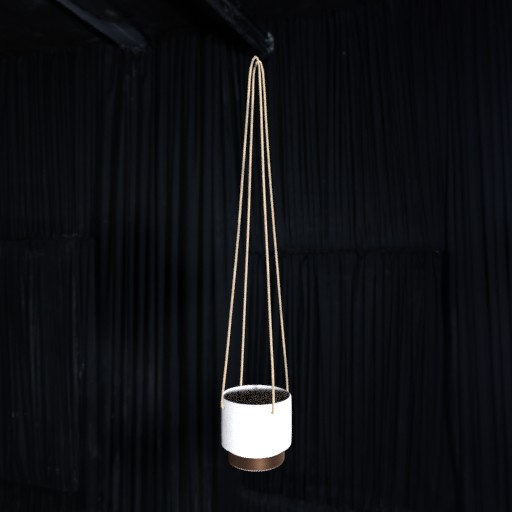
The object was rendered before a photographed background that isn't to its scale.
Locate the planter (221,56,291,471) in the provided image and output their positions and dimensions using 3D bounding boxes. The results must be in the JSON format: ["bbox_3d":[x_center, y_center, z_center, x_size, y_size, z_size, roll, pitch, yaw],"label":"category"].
[{"bbox_3d":[0.000,0.000,0.928,0.146,0.841,0.146,0,-1,19],"label":"planter"}]
